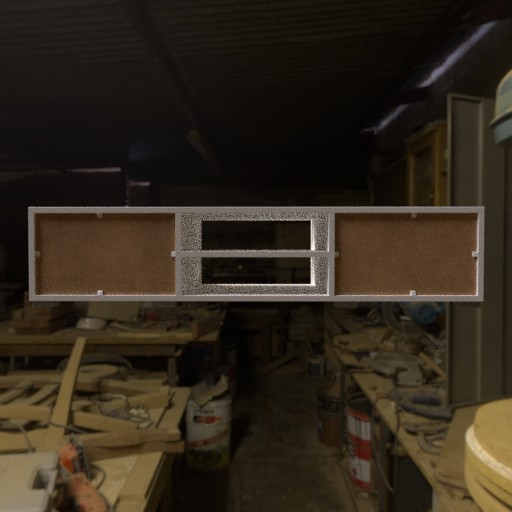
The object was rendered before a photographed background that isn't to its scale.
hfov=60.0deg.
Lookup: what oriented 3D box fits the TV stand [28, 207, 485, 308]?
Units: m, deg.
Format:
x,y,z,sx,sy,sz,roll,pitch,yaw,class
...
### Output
x,y,z,sx,sy,sz,roll,pitch,yaw,class
0.000,0.000,1.573,1.400,0.310,0.420,0,1,0,TV stand
